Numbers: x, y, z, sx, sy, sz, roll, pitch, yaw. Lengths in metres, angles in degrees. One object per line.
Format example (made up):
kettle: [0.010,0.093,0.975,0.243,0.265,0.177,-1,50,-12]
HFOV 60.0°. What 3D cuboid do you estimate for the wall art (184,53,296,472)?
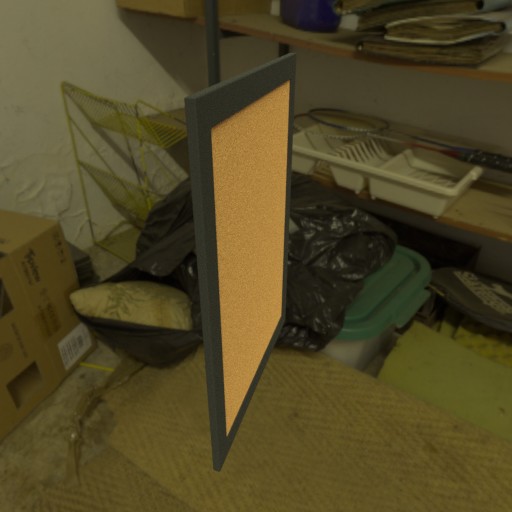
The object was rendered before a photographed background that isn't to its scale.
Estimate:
wall art: [0.000,0.000,0.674,0.012,0.529,0.374,9,32,15]
